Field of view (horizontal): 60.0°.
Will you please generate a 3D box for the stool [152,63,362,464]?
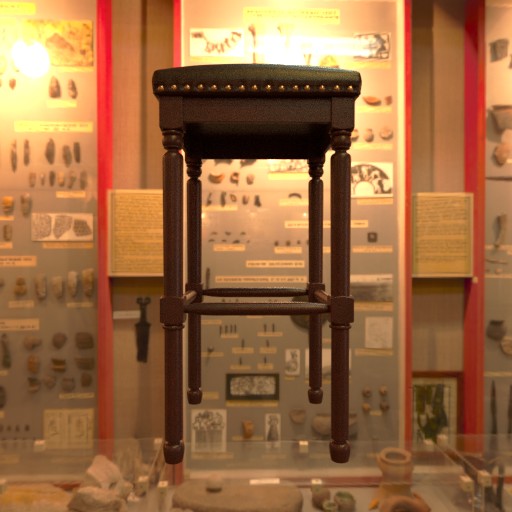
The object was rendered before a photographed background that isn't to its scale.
[{"bbox_3d":[0.000,0.000,0.991,0.383,0.768,0.382,0,1,-1],"label":"stool"}]
